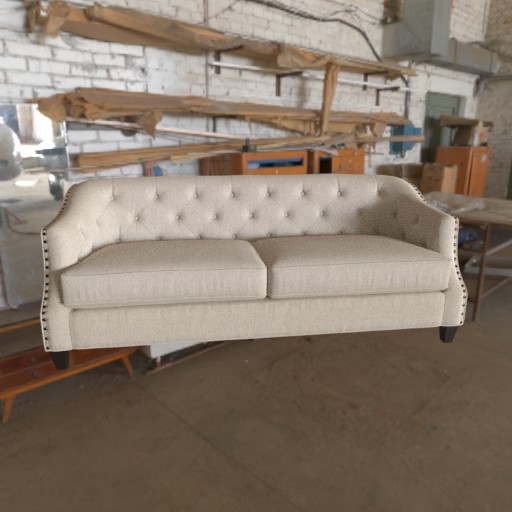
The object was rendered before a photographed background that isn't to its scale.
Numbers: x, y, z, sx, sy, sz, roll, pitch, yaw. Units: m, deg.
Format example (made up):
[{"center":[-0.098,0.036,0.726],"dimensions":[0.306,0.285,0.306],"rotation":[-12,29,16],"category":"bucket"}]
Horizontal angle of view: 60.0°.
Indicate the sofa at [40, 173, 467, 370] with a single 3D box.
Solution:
[{"center":[0.000,0.000,2.663],"dimensions":[2.235,0.901,0.914],"rotation":[-2,15,-8],"category":"sofa"}]
